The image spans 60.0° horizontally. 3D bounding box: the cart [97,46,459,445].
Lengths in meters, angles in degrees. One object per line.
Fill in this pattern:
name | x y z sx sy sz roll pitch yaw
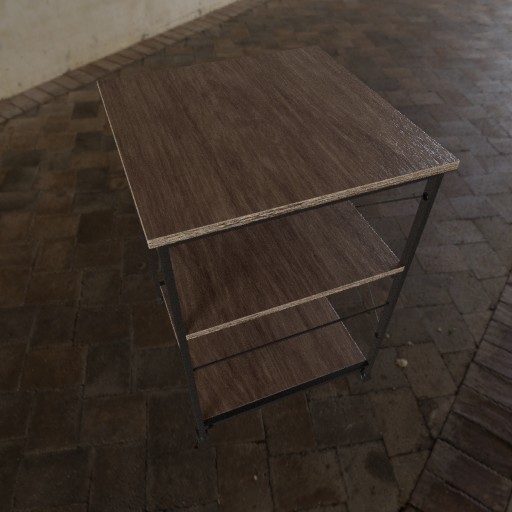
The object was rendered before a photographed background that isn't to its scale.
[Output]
cart | 0.000 0.000 1.109 0.520 0.762 0.521 -16 48 -15
